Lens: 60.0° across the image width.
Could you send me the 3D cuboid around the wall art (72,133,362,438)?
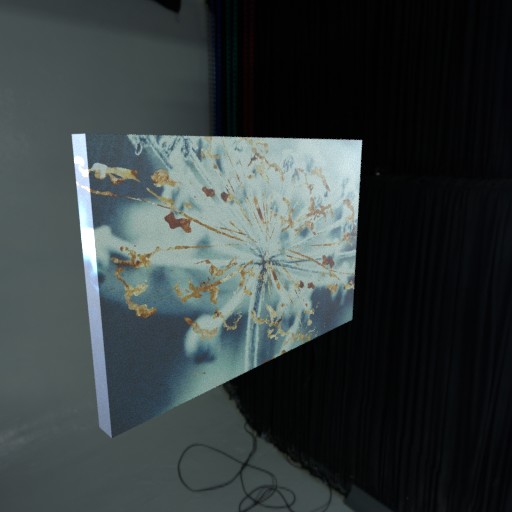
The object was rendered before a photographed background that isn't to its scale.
[{"bbox_3d":[0.000,0.000,0.787,0.036,0.405,0.607,13,19,43],"label":"wall art"}]
